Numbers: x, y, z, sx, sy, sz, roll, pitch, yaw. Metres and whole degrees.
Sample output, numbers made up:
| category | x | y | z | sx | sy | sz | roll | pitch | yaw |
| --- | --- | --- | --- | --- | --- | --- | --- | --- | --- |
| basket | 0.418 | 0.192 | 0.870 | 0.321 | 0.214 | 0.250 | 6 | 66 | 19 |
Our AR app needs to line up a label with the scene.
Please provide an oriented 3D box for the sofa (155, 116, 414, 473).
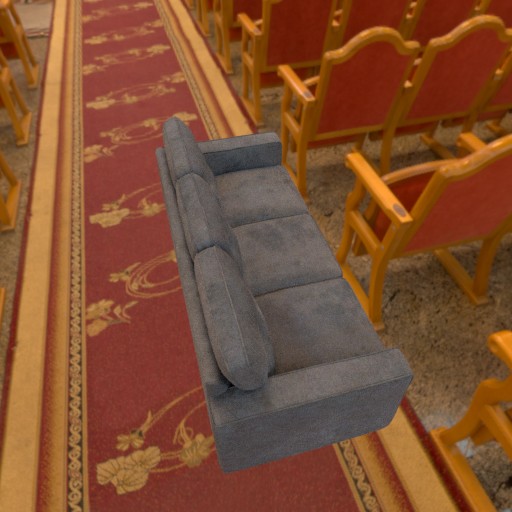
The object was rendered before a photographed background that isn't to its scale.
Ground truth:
| category | x | y | z | sx | sy | sz | roll | pitch | yaw |
| --- | --- | --- | --- | --- | --- | --- | --- | --- | --- |
| sofa | 0.000 | 0.000 | 2.706 | 0.939 | 0.965 | 2.133 | -11 | 48 | -11 |
